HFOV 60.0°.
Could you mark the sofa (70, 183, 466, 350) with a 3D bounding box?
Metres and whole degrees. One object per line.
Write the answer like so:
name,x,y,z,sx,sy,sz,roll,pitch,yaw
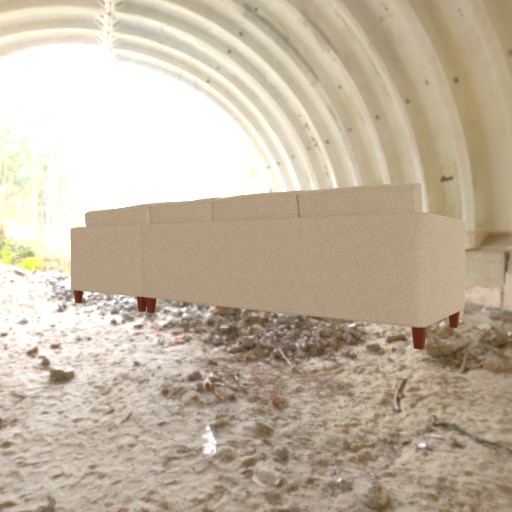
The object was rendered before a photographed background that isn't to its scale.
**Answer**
sofa,0.000,0.000,4.014,3.471,0.954,1.606,1,1,37
